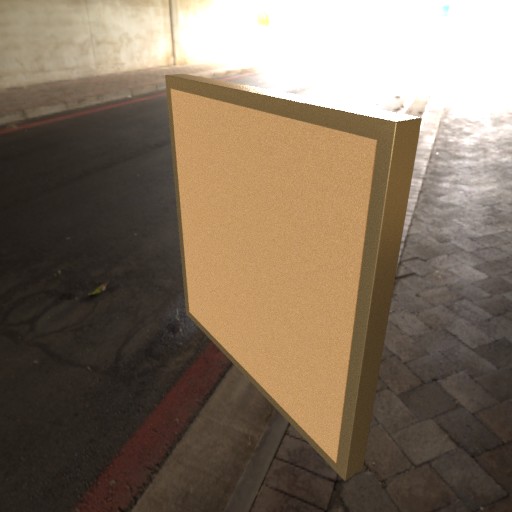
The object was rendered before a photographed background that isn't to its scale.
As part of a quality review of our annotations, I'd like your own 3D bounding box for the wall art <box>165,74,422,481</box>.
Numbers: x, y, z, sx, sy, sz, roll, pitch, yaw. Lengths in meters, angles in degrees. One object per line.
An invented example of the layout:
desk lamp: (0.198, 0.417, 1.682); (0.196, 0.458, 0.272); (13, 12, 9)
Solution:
wall art: (0.000, 0.000, 0.432); (0.023, 0.305, 0.305); (-18, 33, -30)
